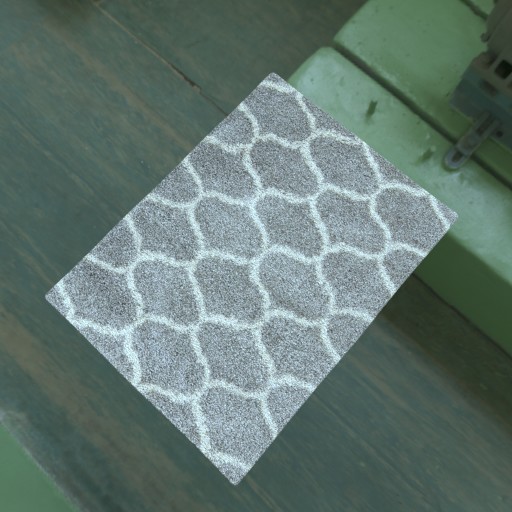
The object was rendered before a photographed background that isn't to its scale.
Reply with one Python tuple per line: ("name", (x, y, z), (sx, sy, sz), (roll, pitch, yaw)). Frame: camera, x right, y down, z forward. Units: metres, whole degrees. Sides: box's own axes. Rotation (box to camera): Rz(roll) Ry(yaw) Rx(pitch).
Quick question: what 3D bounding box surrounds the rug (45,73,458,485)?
("rug", (0.000, 0.000, 2.092), (1.200, 0.025, 1.600), (41, 80, 9))
